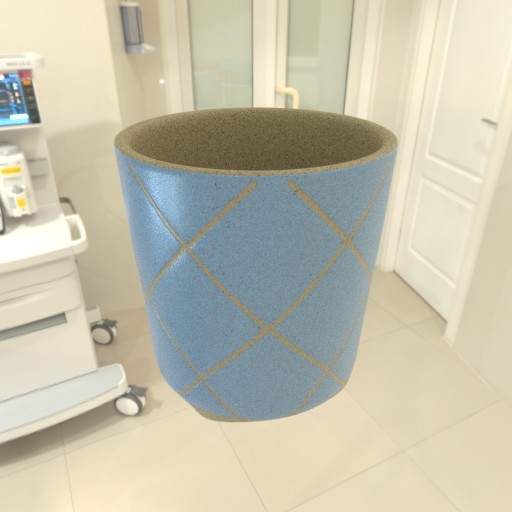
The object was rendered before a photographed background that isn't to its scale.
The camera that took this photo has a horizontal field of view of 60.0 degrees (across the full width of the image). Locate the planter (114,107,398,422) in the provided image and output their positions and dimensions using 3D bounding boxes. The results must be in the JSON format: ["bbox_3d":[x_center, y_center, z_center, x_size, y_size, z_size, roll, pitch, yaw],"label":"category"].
[{"bbox_3d":[0.000,0.000,0.422,0.227,0.235,0.227,0,28,0],"label":"planter"}]
